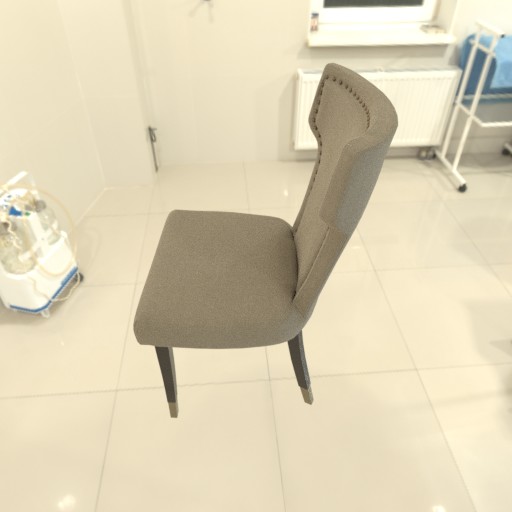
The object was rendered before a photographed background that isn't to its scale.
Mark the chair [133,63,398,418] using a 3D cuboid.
[{"bbox_3d":[0.000,0.000,1.308,0.630,0.955,0.526,2,41,2],"label":"chair"}]
